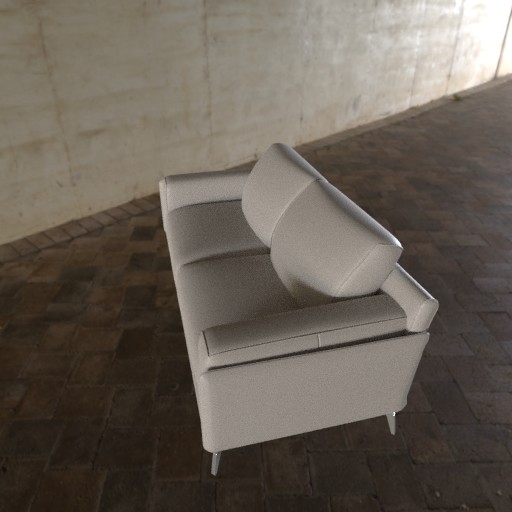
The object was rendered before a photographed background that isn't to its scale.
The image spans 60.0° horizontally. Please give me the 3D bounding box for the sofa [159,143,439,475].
[{"bbox_3d":[0.000,0.000,2.603,1.049,0.930,2.101,-8,31,-13],"label":"sofa"}]
